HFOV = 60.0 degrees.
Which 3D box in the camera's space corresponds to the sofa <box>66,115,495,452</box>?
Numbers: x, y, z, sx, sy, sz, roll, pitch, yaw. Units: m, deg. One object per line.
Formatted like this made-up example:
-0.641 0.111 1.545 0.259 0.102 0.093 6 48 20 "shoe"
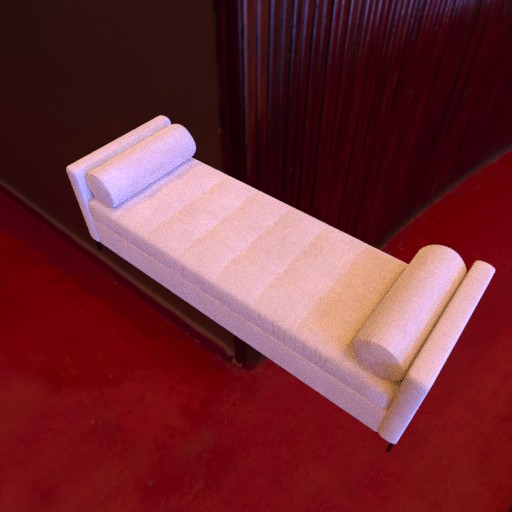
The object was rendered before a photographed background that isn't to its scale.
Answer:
0.000 0.000 2.267 1.981 0.635 0.686 30 54 25 "sofa"
